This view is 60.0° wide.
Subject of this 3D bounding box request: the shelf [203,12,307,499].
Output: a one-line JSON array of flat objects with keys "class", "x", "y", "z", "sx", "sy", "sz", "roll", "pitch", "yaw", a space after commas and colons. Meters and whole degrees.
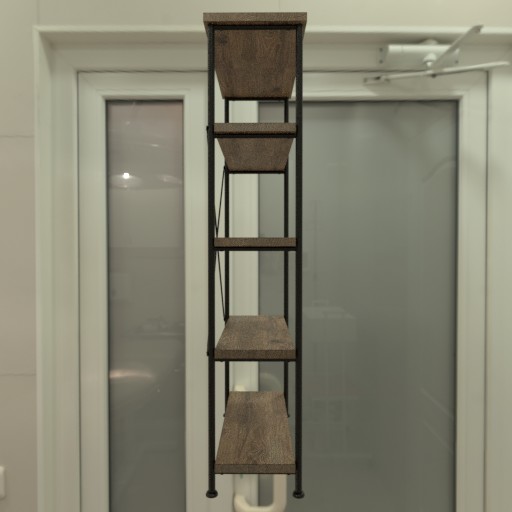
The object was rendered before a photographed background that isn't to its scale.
[{"class": "shelf", "x": 0.000, "y": 0.000, "z": 1.948, "sx": 0.360, "sy": 1.700, "sz": 0.800, "roll": 0, "pitch": 1, "yaw": 0}]
